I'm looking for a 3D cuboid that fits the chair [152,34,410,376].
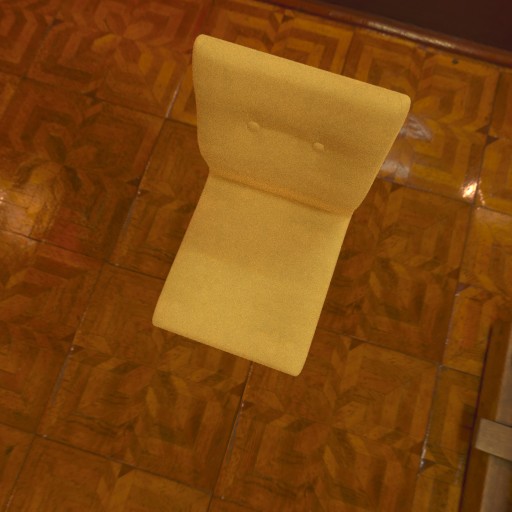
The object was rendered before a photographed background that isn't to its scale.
[{"bbox_3d":[0.000,0.000,1.254,0.450,0.965,0.550,19,76,5],"label":"chair"}]
